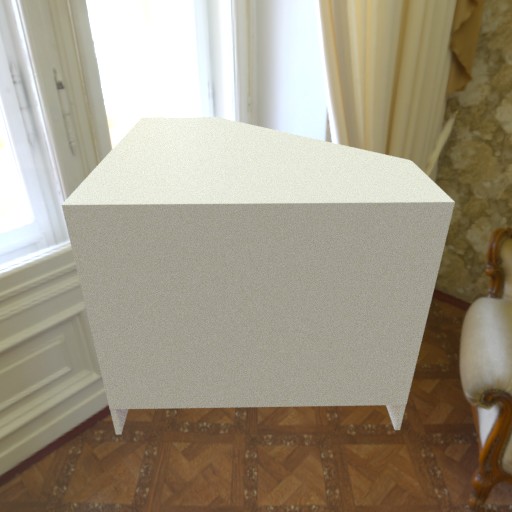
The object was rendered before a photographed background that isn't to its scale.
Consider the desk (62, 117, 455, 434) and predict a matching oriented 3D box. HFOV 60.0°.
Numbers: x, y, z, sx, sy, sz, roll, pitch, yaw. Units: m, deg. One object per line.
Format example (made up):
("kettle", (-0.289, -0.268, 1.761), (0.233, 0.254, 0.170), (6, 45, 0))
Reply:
("desk", (0.000, 0.000, 1.663), (0.940, 0.818, 0.926), (-1, 30, -1))
